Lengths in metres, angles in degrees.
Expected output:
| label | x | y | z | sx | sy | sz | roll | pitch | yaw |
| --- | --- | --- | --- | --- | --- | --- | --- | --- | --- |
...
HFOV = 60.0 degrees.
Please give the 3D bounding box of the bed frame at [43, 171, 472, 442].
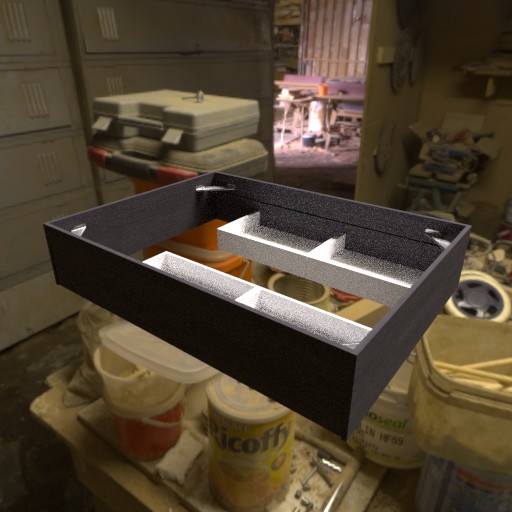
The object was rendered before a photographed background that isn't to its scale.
| label | x | y | z | sx | sy | sz | roll | pitch | yaw |
| --- | --- | --- | --- | --- | --- | --- | --- | --- | --- |
| bed frame | 0.000 | 0.000 | 2.589 | 1.944 | 0.459 | 1.448 | 18 | 31 | 33 |
